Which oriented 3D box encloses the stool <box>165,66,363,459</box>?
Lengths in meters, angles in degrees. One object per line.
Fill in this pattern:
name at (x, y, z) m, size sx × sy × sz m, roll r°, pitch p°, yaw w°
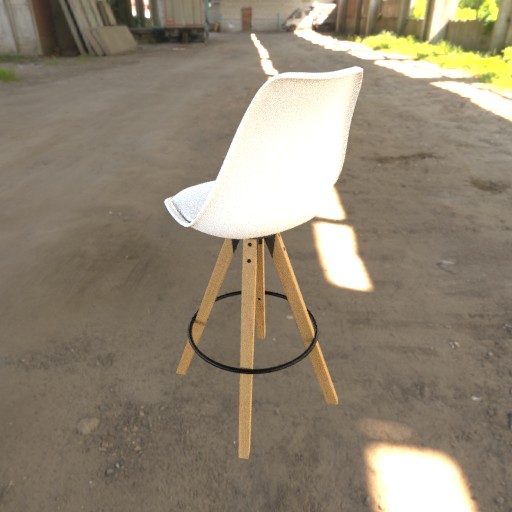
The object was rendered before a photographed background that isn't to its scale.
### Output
stool at (0.000, 0.000, 1.370) m, size 0.482 × 1.115 × 0.549 m, roll -19°, pitch 34°, yaw -30°
